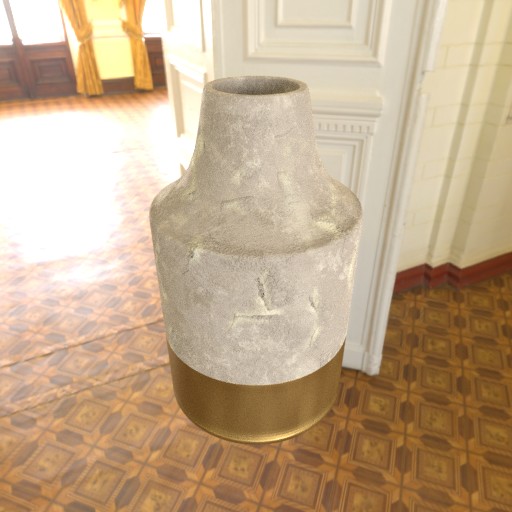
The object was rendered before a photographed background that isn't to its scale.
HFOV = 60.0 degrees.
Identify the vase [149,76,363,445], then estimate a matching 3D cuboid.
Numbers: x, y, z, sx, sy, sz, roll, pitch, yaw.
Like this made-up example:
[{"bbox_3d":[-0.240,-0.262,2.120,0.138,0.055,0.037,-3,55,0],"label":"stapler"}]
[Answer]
[{"bbox_3d":[0.000,0.000,0.415,0.184,0.305,0.184,0,32,0],"label":"vase"}]
